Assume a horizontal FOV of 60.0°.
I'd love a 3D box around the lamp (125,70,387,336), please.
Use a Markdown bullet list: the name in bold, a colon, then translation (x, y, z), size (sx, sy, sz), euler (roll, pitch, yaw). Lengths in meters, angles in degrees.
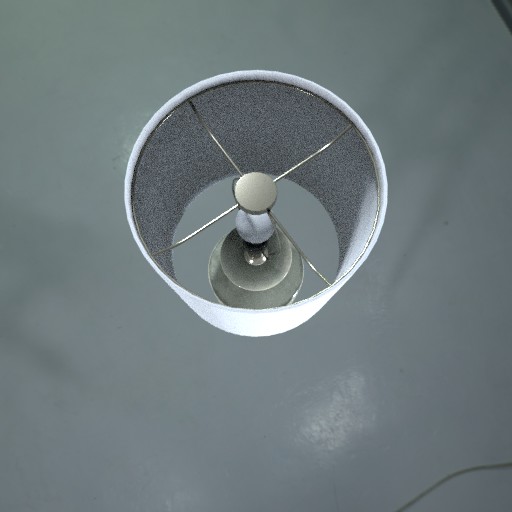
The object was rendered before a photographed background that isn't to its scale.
- **lamp**: translation (0.000, 0.000, 0.575), size (0.211, 0.455, 0.211), euler (-21, 76, -5)
